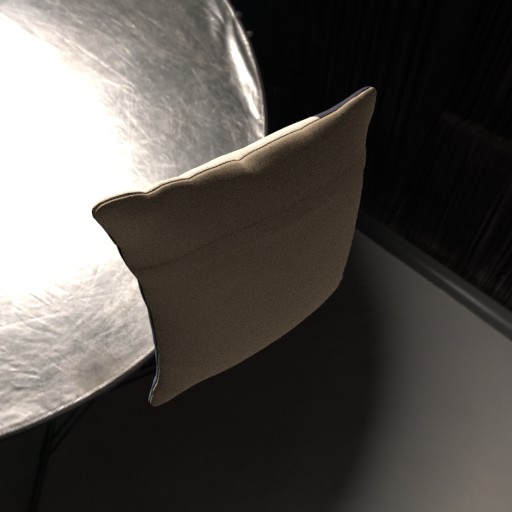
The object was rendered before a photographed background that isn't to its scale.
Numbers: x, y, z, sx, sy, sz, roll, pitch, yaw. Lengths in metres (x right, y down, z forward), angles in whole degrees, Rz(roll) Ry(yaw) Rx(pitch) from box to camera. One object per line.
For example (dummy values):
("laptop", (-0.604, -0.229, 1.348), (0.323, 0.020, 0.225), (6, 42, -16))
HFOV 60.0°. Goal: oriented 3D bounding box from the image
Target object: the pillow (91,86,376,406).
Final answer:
("pillow", (0.000, 0.000, 0.807), (0.536, 0.506, 0.229), (-31, 54, -26))
